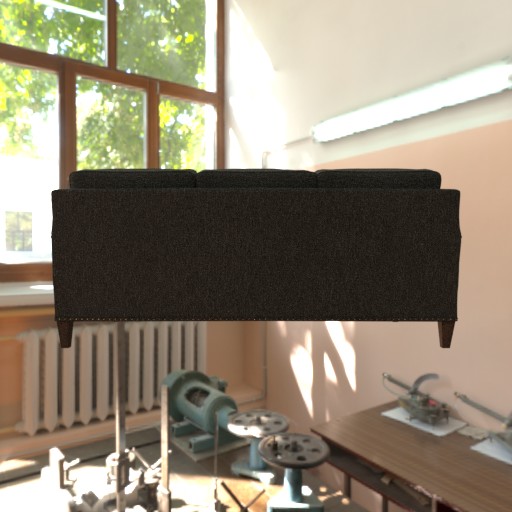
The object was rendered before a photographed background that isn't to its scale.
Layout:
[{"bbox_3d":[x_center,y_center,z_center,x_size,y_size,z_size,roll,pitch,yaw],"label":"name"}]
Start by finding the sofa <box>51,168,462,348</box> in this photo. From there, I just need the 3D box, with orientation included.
[{"bbox_3d":[0.000,0.000,2.859,2.246,1.003,1.084,0,1,0],"label":"sofa"}]
